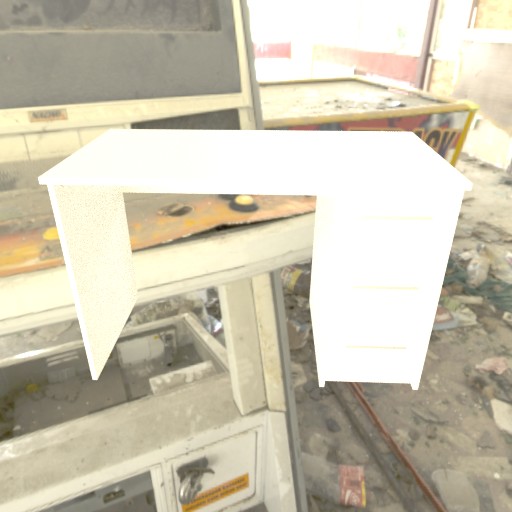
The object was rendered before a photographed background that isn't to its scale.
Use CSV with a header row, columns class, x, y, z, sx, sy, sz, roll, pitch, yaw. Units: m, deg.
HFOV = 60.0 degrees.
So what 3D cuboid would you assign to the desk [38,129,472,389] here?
class,x,y,z,sx,sy,sz,roll,pitch,yaw
desk,0.000,0.000,1.537,1.097,0.735,0.560,1,28,2
